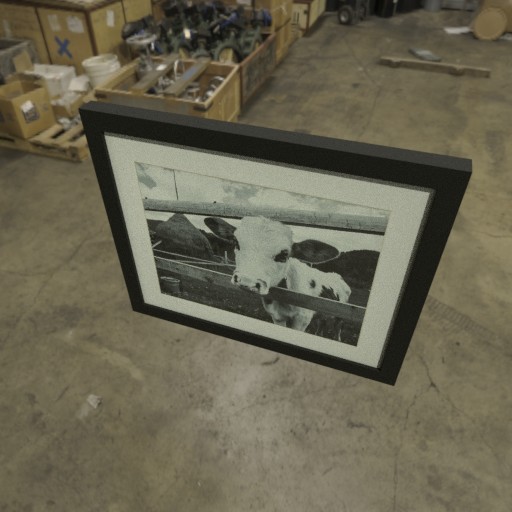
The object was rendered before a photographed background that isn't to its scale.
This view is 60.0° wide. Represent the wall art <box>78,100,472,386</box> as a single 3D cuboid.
[{"bbox_3d":[0.000,0.000,0.549,0.404,0.329,0.024,13,43,15],"label":"wall art"}]
